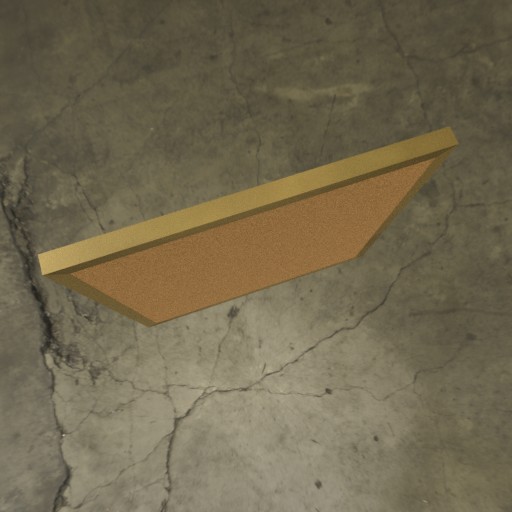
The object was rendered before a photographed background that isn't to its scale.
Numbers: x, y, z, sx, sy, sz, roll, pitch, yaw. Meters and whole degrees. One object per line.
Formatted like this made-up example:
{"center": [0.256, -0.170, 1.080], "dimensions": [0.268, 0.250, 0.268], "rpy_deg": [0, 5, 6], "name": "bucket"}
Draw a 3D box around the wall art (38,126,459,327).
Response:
{"center": [0.000, 0.000, 1.141], "dimensions": [0.762, 0.762, 0.038], "rpy_deg": [-18, 75, -5], "name": "wall art"}
